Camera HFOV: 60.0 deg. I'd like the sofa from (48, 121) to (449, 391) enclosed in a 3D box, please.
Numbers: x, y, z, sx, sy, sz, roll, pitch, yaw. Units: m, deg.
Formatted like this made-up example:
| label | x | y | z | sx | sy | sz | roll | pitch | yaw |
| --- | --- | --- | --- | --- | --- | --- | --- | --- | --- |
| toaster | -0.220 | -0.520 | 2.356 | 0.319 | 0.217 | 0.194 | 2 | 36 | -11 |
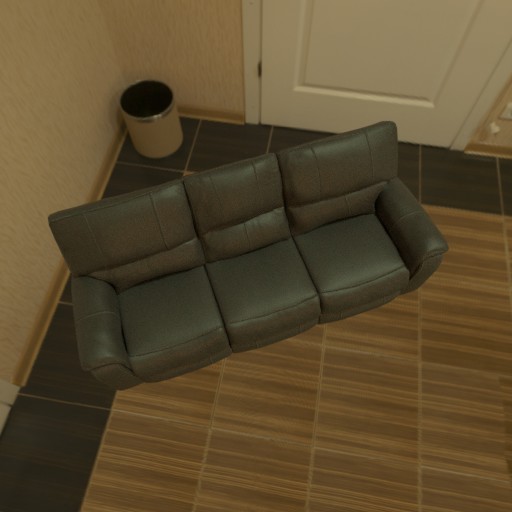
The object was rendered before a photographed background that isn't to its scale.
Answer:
| label | x | y | z | sx | sy | sz | roll | pitch | yaw |
| --- | --- | --- | --- | --- | --- | --- | --- | --- | --- |
| sofa | 0.000 | 0.000 | 3.263 | 2.627 | 1.134 | 1.104 | -17 | 64 | -9 |
